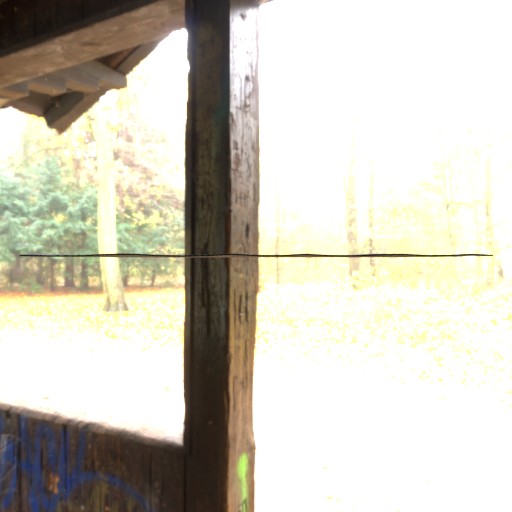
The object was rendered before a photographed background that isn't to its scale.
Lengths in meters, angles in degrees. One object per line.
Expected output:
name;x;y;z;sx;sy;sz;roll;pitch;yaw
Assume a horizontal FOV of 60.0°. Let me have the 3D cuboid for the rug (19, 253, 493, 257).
rug;0.000;0.000;3.046;2.448;0.017;1.529;0;0;0
